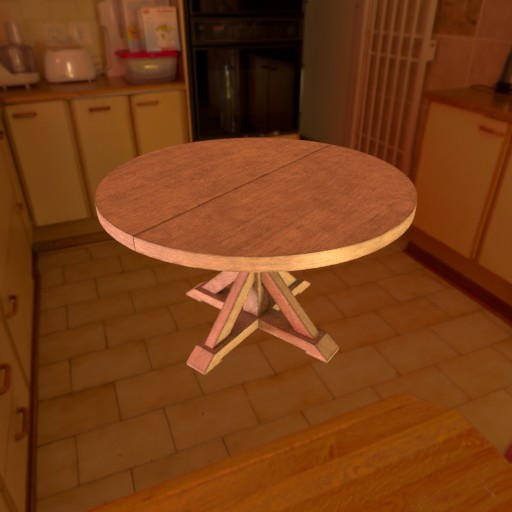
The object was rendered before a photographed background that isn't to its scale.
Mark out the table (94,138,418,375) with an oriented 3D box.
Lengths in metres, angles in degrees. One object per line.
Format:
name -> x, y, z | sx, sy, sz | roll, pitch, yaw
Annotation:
table -> 0.000, 0.000, 2.150 | 1.363, 0.781, 1.363 | 0, 30, 0
